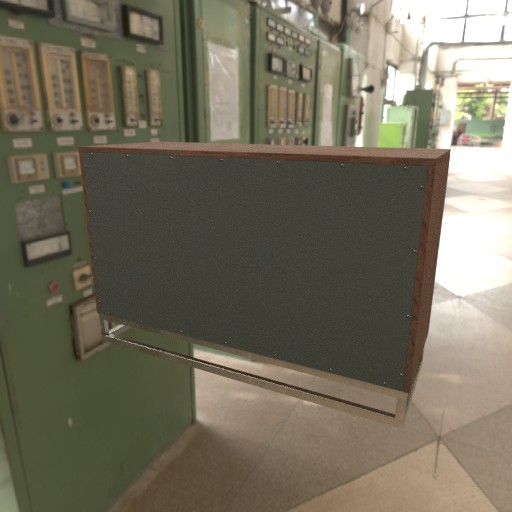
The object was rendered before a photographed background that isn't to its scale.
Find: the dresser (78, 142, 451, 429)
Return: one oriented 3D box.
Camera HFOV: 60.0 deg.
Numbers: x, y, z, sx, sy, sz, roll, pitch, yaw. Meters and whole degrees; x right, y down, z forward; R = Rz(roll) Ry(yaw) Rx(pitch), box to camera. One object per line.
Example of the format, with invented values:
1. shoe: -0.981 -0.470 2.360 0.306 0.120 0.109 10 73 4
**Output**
1. dresser: 0.000 0.000 2.228 1.646 1.061 0.623 8 19 26
